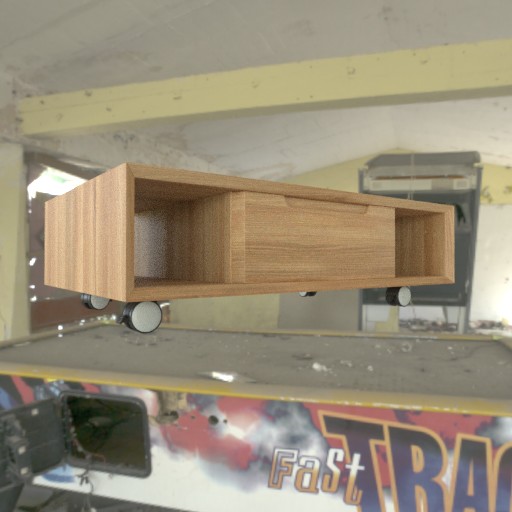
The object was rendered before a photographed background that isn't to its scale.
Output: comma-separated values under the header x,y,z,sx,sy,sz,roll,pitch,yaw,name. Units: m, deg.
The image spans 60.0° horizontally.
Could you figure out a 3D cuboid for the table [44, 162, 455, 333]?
x,y,z,sx,sy,sz,roll,pitch,yaw,name
0.000,0.000,1.408,1.100,0.330,0.700,0,-1,-36,table
